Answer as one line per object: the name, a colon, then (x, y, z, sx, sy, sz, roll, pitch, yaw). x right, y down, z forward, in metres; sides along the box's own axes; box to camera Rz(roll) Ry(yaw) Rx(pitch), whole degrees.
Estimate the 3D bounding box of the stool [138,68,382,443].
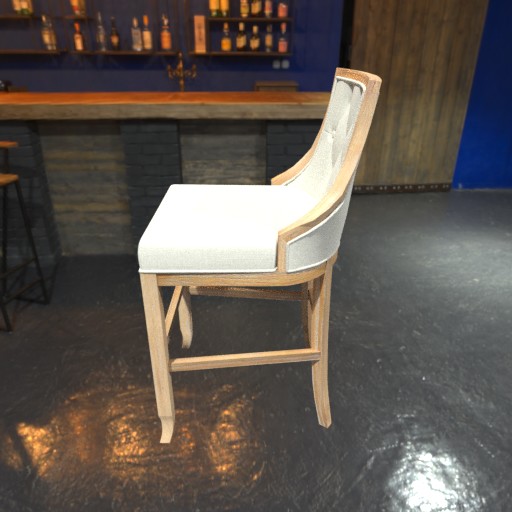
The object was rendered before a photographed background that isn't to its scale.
stool: (0.000, 0.000, 1.434, 0.626, 1.101, 0.524, 0, 26, 0)
